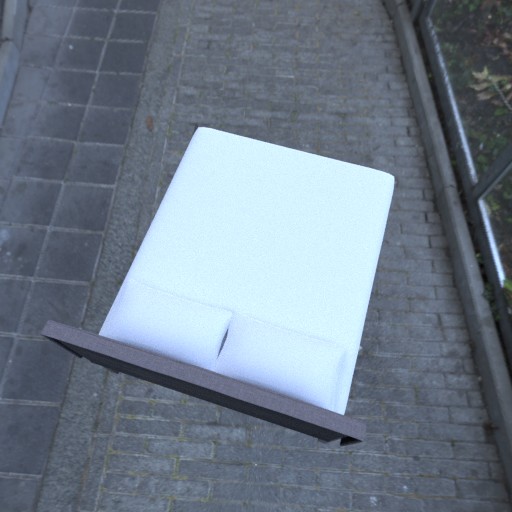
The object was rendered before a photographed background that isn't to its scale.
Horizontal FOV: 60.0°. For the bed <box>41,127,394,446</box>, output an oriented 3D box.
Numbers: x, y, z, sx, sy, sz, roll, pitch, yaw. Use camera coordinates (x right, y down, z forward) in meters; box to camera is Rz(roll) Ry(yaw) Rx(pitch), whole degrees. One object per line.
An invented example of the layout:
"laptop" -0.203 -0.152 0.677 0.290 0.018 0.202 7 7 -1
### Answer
"bed" 0.000 0.000 2.871 1.610 1.089 1.894 16 66 7
